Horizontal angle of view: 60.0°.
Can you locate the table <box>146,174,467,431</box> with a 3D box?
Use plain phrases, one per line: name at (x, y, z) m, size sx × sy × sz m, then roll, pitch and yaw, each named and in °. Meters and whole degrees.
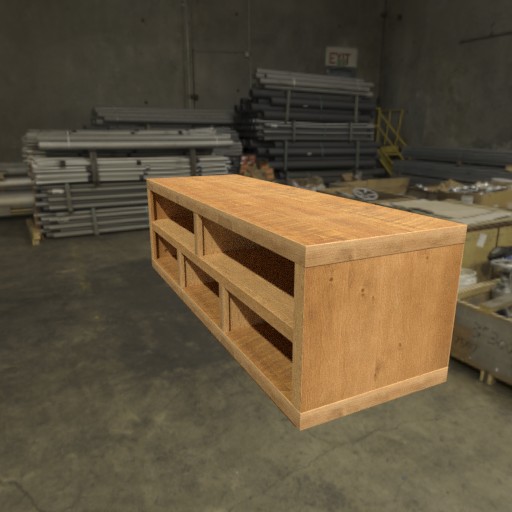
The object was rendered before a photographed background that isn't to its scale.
table at (0.000, 0.000, 1.767) m, size 0.499 × 0.491 × 1.499 m, roll -8°, pitch 18°, yaw -25°
